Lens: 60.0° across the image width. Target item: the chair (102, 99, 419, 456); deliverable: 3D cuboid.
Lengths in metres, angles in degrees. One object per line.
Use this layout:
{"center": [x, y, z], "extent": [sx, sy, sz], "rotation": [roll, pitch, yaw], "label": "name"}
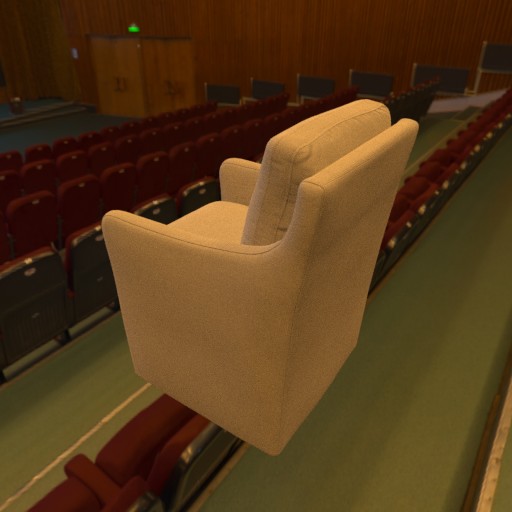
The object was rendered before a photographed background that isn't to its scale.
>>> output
{"center": [0.000, 0.000, 1.374], "extent": [0.694, 0.914, 0.626], "rotation": [19, 36, 29], "label": "chair"}
